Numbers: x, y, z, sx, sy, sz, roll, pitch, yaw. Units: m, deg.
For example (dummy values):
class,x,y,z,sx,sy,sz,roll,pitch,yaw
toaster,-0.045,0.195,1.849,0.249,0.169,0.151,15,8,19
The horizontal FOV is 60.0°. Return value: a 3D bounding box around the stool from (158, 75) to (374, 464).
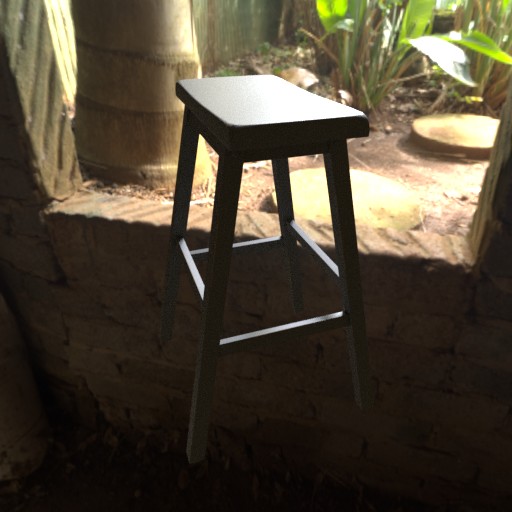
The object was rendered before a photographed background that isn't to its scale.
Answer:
class,x,y,z,sx,sy,sz,roll,pitch,yaw
stool,0.000,0.000,1.056,0.476,0.737,0.457,-10,32,-17
